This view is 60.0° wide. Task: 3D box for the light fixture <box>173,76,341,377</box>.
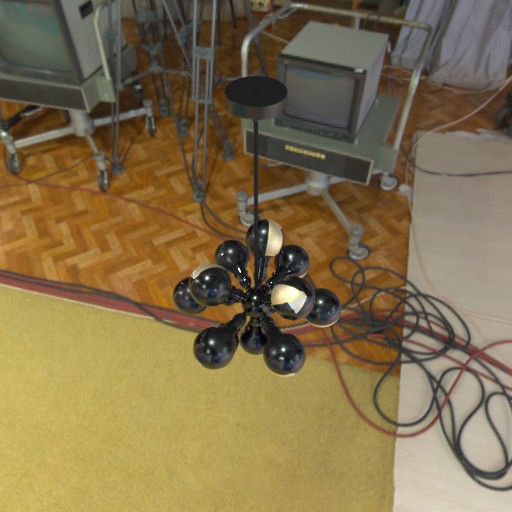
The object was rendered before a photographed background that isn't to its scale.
[{"bbox_3d":[0.000,0.000,1.089,0.420,0.859,0.468,-18,51,-15],"label":"light fixture"}]
